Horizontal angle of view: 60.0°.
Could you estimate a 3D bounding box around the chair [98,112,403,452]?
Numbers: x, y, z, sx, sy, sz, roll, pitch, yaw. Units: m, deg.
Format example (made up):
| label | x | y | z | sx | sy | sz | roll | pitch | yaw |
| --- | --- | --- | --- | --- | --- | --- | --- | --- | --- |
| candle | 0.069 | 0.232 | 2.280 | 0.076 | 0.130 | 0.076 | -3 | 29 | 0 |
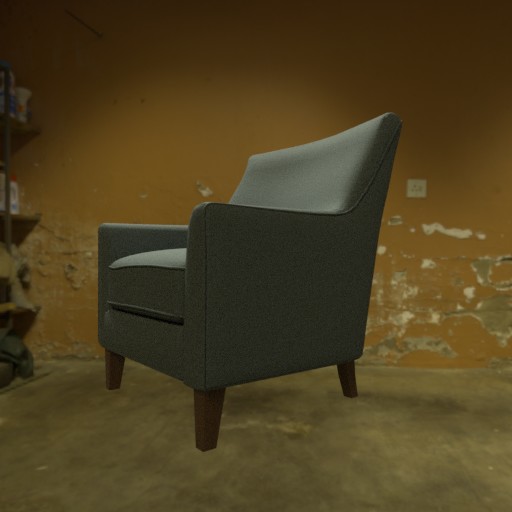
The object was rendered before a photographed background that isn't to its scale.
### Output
| label | x | y | z | sx | sy | sz | roll | pitch | yaw |
| --- | --- | --- | --- | --- | --- | --- | --- | --- | --- |
| chair | 0.000 | 0.000 | 1.527 | 0.879 | 0.916 | 0.756 | 1 | -1 | -37 |
